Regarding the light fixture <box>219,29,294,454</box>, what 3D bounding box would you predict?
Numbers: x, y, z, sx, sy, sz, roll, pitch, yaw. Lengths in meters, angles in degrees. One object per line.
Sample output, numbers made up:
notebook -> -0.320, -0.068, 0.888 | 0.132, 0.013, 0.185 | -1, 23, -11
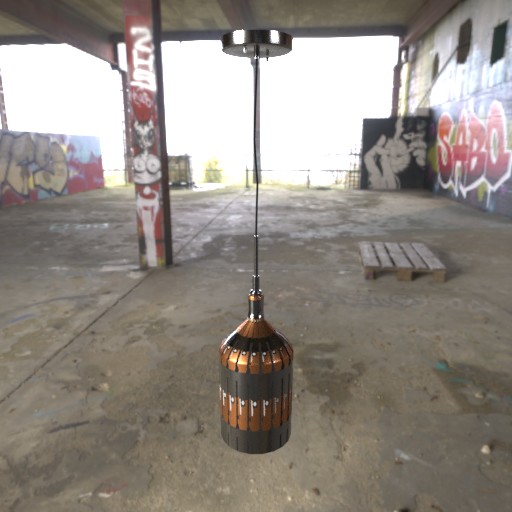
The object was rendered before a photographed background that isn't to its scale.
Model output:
light fixture -> 0.000, 0.000, 1.704 | 0.303, 1.535, 0.303 | 0, 14, 0
